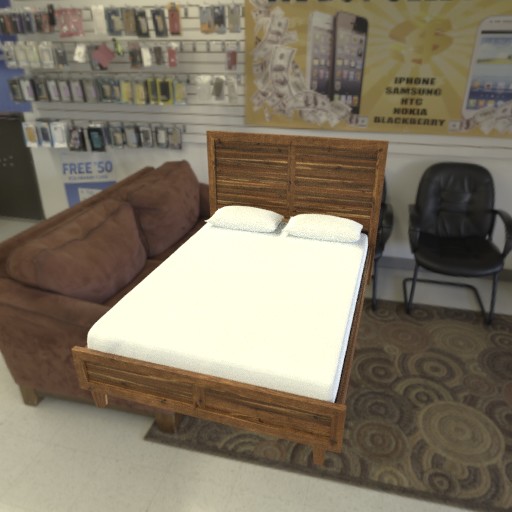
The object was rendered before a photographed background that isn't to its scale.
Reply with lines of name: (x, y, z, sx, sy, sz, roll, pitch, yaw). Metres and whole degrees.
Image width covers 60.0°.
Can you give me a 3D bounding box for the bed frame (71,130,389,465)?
bed frame: (0.000, 0.000, 3.402, 1.696, 1.417, 2.276, 8, 27, 16)
